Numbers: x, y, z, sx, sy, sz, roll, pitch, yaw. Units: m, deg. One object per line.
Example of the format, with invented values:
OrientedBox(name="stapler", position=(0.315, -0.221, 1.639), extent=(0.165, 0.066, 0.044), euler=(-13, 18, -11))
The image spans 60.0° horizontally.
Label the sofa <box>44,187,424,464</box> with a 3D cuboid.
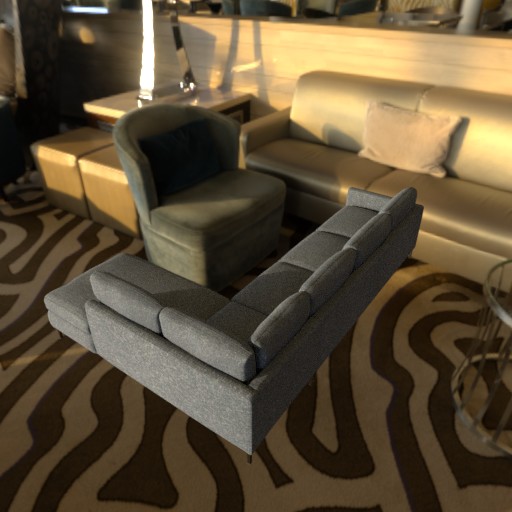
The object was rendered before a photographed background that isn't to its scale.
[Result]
OrientedBox(name="sofa", position=(0.000, 0.000, 3.946), extent=(2.007, 0.815, 2.949), euler=(21, 38, 29))
